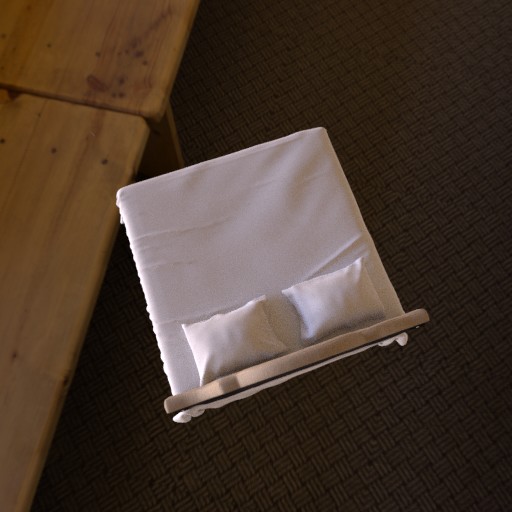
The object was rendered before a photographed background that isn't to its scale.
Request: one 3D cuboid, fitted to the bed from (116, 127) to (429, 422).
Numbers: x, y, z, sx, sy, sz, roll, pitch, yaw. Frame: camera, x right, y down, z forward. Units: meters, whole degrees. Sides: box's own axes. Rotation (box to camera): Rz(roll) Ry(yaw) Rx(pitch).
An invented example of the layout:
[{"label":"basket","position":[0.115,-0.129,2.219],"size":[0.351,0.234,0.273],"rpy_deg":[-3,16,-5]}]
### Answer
[{"label":"bed","position":[0.000,0.000,3.745],"size":[2.303,1.631,2.222],"rpy_deg":[-18,76,-5]}]
